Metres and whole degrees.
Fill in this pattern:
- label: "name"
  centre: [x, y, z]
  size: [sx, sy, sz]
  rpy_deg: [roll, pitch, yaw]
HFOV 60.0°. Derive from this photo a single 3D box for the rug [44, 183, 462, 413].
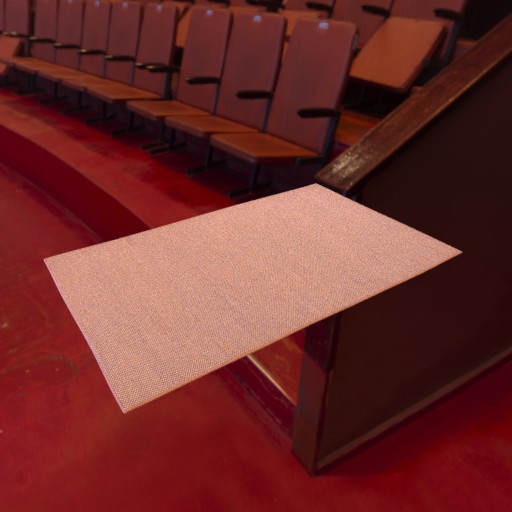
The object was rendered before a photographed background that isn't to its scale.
- label: "rug"
  centre: [0.000, 0.000, 2.094]
  size: [1.678, 0.013, 1.078]
  rpy_deg: [-19, 36, -29]
